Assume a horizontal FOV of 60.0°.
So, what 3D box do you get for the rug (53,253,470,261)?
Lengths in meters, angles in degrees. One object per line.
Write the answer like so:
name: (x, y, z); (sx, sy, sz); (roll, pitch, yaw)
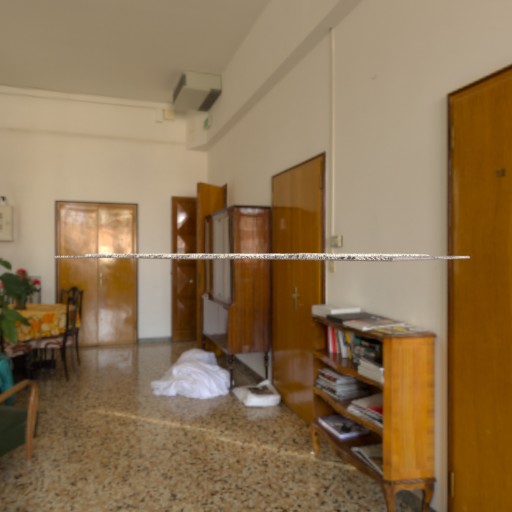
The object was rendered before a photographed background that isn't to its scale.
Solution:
rug: (0.000, 0.000, 2.939); (2.333, 0.033, 1.513); (0, 0, 36)
